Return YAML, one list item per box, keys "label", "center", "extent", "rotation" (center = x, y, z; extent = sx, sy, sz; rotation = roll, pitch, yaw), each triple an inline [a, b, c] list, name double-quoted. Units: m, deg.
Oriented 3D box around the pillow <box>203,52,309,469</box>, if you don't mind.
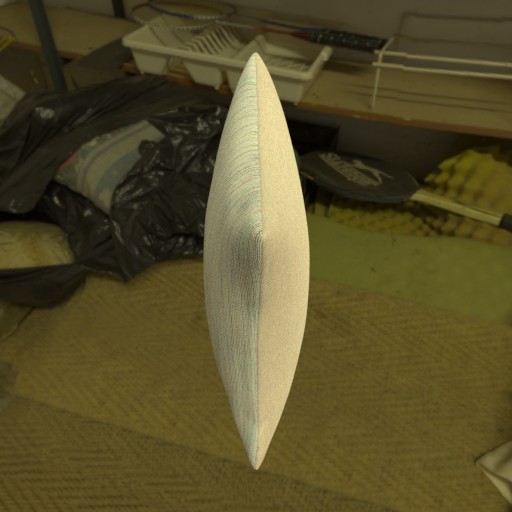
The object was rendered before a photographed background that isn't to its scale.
- label: "pillow"
  center: [0.000, 0.000, 0.758]
  extent: [0.178, 0.506, 0.512]
  rotation: [-1, 42, -1]
